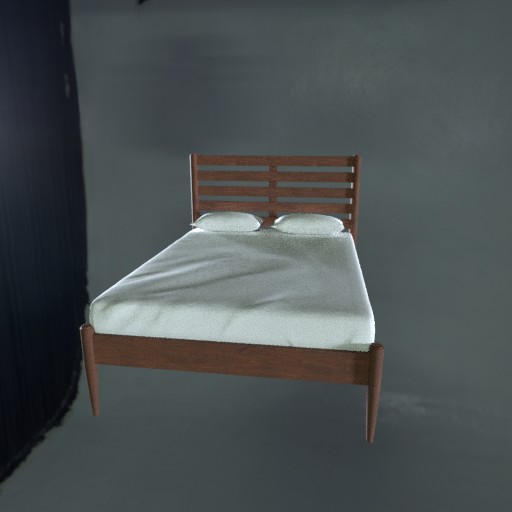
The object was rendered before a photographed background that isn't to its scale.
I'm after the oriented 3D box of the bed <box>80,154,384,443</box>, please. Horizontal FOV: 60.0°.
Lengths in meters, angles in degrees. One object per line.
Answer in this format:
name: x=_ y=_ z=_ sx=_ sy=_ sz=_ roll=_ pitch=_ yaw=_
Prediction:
bed: x=0.000 y=0.000 z=3.091 sx=1.509 sy=1.304 sz=2.093 roll=2 pitch=15 yaw=8
